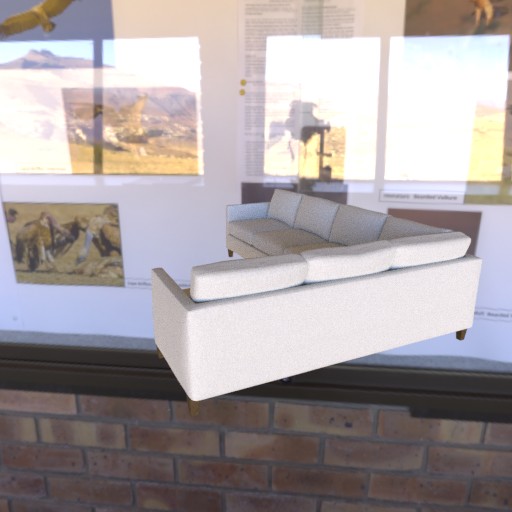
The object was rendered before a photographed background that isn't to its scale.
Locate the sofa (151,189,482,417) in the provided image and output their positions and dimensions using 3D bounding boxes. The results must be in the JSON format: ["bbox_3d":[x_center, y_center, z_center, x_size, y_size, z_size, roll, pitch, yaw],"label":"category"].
[{"bbox_3d":[0.000,0.000,4.530,2.522,0.934,3.333,-8,18,-25],"label":"sofa"}]
